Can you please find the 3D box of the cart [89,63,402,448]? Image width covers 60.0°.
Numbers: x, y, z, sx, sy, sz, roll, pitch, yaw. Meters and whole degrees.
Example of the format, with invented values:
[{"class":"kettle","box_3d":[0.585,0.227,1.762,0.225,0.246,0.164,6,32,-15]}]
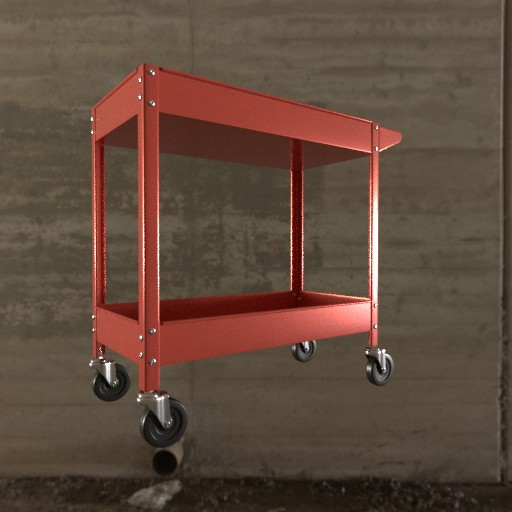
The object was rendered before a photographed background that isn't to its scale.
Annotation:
[{"class":"cart","box_3d":[0.000,0.000,1.176,0.779,0.719,0.366,-1,1,-36]}]
